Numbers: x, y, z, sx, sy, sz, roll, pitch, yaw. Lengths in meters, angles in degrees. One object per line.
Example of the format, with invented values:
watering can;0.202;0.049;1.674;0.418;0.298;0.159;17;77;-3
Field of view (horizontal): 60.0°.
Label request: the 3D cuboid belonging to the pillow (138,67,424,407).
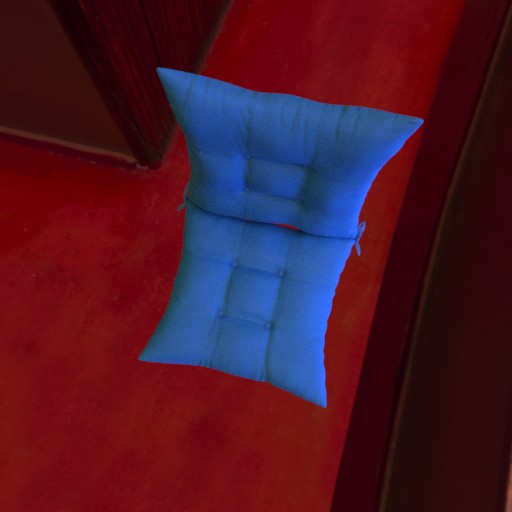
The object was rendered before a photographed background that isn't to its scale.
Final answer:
pillow;0.000;0.000;1.008;0.541;0.536;0.585;13;75;3
